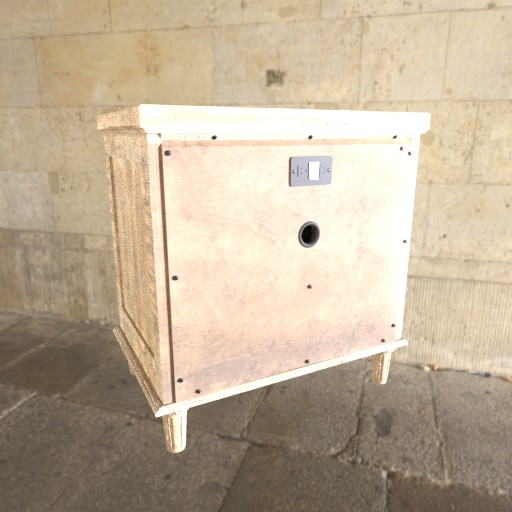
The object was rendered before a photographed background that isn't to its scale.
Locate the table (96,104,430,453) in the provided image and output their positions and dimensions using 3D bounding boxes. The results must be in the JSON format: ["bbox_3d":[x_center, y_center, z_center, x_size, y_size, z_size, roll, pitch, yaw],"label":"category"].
[{"bbox_3d":[0.000,0.000,1.165,0.686,0.711,0.457,-8,17,-27],"label":"table"}]
